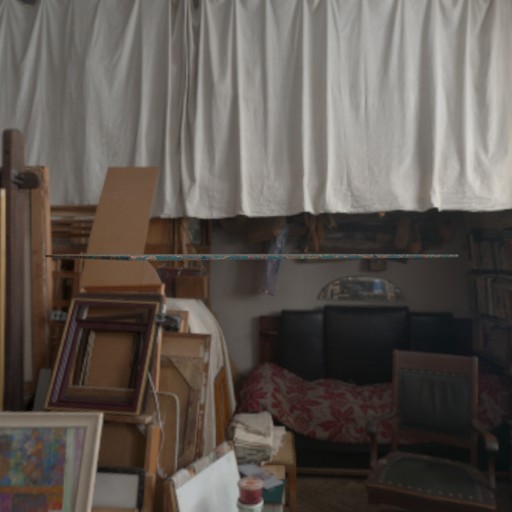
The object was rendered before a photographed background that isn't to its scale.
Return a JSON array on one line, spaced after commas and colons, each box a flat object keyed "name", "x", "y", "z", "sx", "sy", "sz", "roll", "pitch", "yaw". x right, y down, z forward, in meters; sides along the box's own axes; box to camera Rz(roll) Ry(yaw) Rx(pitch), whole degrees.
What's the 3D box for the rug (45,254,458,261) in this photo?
[{"name": "rug", "x": 0.000, "y": 0.000, "z": 2.356, "sx": 1.836, "sy": 0.014, "sz": 1.216, "roll": 0, "pitch": 1, "yaw": -36}]
